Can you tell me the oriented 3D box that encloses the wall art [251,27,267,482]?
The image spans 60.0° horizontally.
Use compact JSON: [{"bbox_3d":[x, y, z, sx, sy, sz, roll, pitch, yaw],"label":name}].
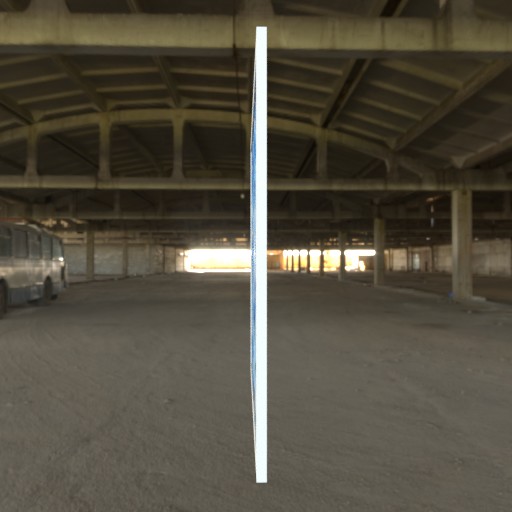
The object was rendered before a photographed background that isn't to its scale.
[{"bbox_3d":[0.000,0.000,0.972,0.015,0.660,0.660,0,-1,-1],"label":"wall art"}]
